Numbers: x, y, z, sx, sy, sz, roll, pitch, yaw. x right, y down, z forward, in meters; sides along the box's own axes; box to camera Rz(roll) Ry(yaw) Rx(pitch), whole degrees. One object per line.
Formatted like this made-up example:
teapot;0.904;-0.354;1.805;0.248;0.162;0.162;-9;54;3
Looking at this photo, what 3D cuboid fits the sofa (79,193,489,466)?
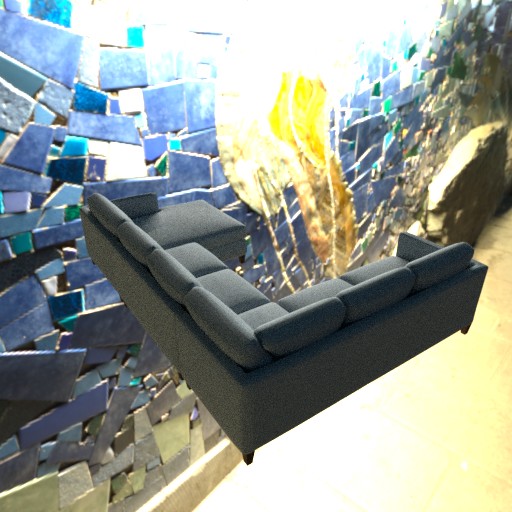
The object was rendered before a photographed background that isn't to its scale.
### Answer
sofa;0.000;0.000;4.472;2.551;0.889;3.403;-18;33;-30
